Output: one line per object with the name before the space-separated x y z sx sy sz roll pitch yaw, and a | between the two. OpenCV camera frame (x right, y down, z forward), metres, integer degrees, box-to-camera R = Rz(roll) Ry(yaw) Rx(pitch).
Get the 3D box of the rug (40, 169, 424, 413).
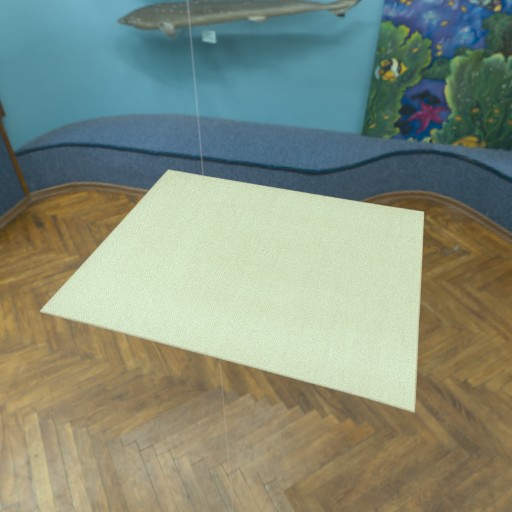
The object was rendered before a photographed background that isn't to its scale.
rug | 0.000 0.000 4.242 3.039 0.018 2.462 12 42 13
